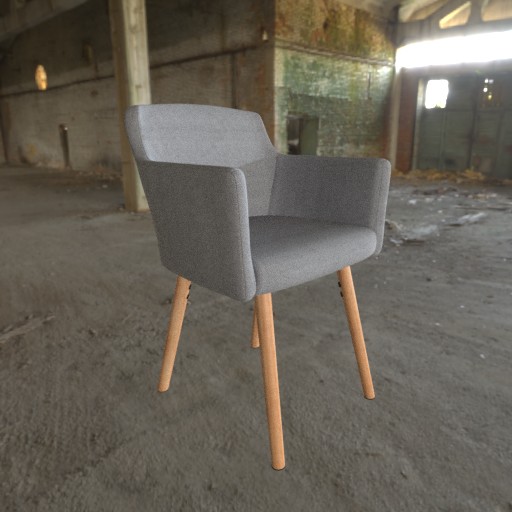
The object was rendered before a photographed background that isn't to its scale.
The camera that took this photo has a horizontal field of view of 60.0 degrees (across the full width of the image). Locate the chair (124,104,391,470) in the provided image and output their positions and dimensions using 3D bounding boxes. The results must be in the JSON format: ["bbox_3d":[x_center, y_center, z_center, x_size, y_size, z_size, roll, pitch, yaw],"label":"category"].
[{"bbox_3d":[0.000,0.000,1.167,0.540,0.780,0.570,14,20,42],"label":"chair"}]
